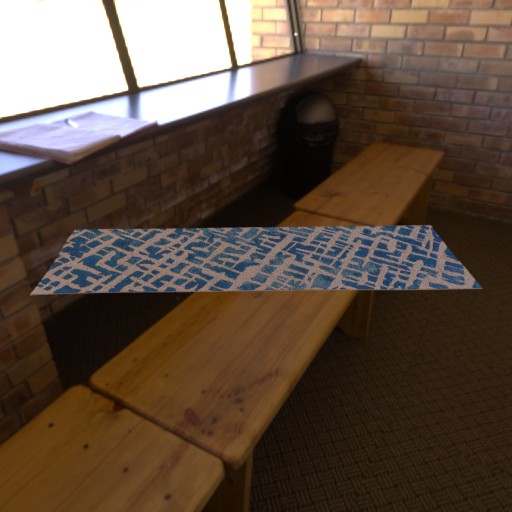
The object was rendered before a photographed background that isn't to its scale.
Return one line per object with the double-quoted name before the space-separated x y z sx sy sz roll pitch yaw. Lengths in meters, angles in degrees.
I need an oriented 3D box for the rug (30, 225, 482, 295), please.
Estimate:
"rug" 0.000 0.000 2.715 2.446 0.011 0.768 -1 30 -1
